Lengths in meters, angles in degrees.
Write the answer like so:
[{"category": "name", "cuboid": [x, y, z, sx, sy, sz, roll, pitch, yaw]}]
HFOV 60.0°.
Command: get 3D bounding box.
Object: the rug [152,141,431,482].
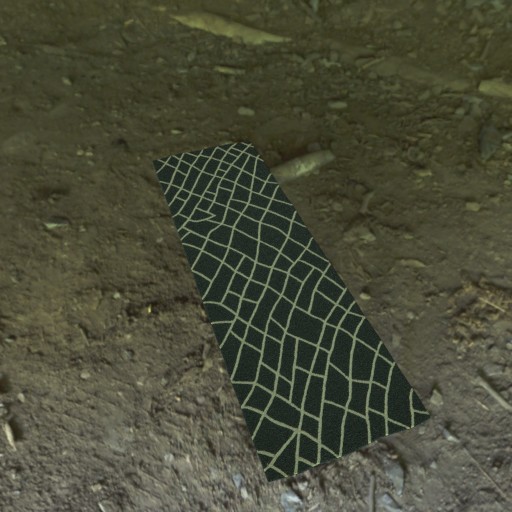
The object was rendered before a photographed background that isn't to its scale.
[{"category": "rug", "cuboid": [0.000, 0.000, 2.707, 0.807, 0.010, 2.476, -15, 48, -14]}]
